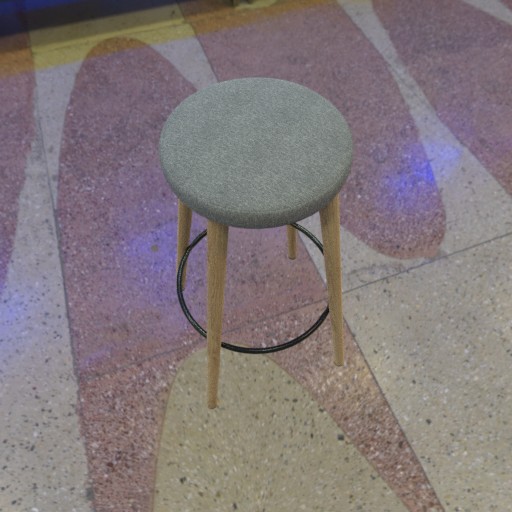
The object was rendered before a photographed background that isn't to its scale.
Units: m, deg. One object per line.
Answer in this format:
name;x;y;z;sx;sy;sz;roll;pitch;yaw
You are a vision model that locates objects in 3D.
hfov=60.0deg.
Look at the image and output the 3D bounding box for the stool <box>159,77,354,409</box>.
stool;0.000;0.000;1.027;0.410;0.770;0.410;-16;59;-10
